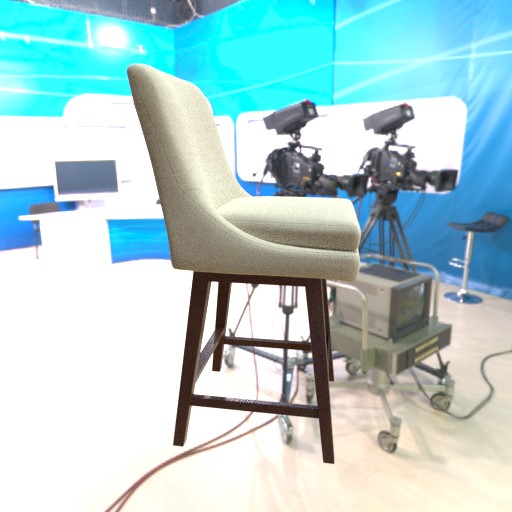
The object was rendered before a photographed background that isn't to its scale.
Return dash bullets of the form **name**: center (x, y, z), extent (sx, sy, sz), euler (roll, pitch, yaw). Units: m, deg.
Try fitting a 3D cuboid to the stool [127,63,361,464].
- **stool**: center (0.000, 0.000, 1.278), extent (0.559, 0.991, 0.483), euler (2, 15, 9)
